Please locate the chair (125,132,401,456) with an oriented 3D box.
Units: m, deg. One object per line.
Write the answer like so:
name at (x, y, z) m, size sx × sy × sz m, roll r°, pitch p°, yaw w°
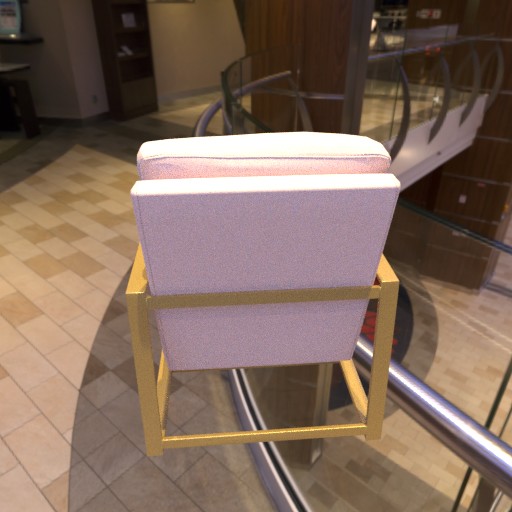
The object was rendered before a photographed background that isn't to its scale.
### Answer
chair at (0.000, 0.000, 1.535) m, size 0.758 × 0.956 × 0.813 m, roll -2°, pitch 30°, yaw -4°
